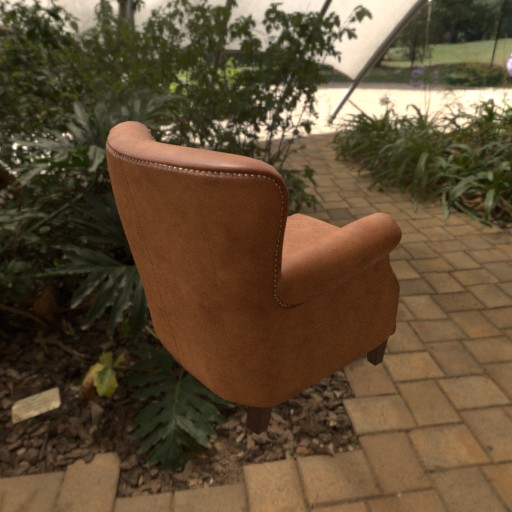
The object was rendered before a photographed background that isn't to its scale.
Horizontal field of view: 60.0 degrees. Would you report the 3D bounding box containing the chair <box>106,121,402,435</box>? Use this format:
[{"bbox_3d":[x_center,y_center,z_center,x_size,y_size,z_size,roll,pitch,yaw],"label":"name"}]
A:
[{"bbox_3d":[0.000,0.000,1.630,0.921,0.936,0.861,-17,30,-32],"label":"chair"}]
